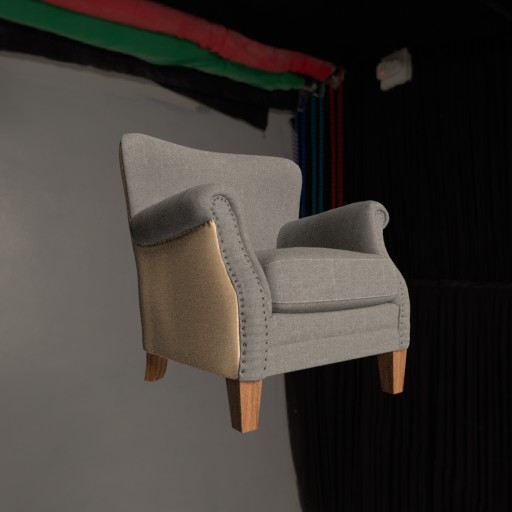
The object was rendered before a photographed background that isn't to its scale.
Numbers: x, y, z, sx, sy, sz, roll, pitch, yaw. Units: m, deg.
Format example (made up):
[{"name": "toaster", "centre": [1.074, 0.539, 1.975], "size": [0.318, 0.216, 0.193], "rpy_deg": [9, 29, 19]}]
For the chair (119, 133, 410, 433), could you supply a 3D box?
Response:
[{"name": "chair", "centre": [0.000, 0.000, 1.656], "size": [0.861, 0.936, 0.921], "rpy_deg": [0, 0, -36]}]
